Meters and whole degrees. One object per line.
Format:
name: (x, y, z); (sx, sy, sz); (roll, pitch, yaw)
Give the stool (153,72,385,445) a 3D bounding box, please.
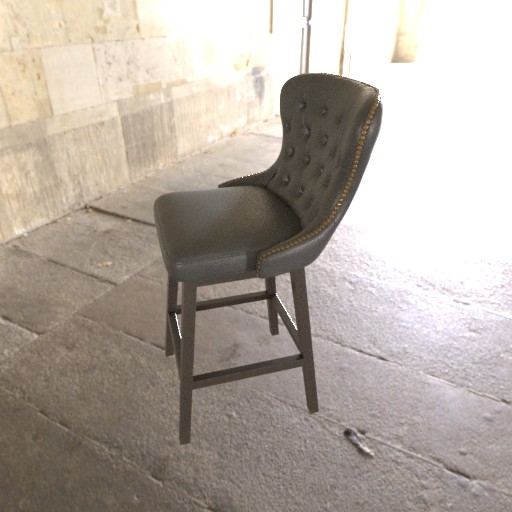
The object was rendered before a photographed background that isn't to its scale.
stool: (0.000, 0.000, 1.328); (0.593, 0.971, 0.528); (-8, 31, -14)
